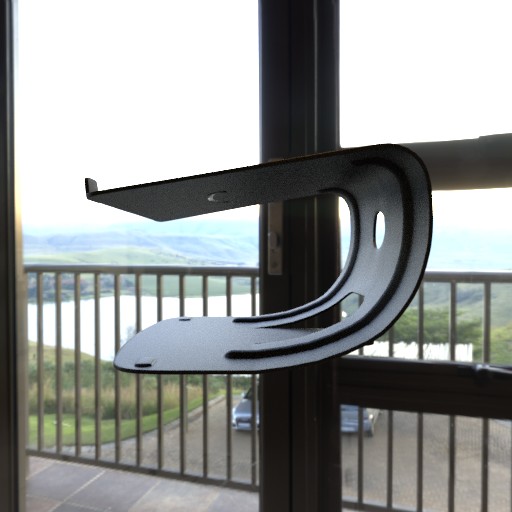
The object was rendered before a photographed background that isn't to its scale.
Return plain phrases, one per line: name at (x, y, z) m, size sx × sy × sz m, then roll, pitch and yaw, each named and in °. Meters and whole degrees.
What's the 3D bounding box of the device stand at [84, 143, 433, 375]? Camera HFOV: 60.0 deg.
device stand at (0.000, 0.000, 0.415) m, size 0.236 × 0.155 × 0.256 m, roll 0°, pitch 1°, yaw -1°
